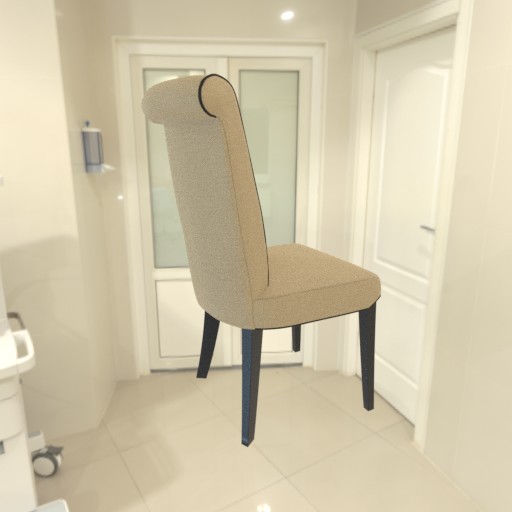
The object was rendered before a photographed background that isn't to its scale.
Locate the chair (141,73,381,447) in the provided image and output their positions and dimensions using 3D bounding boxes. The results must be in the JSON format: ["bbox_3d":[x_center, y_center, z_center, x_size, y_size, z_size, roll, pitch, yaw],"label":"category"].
[{"bbox_3d":[0.000,0.000,1.401,0.623,0.997,0.522,-7,16,-25],"label":"chair"}]
